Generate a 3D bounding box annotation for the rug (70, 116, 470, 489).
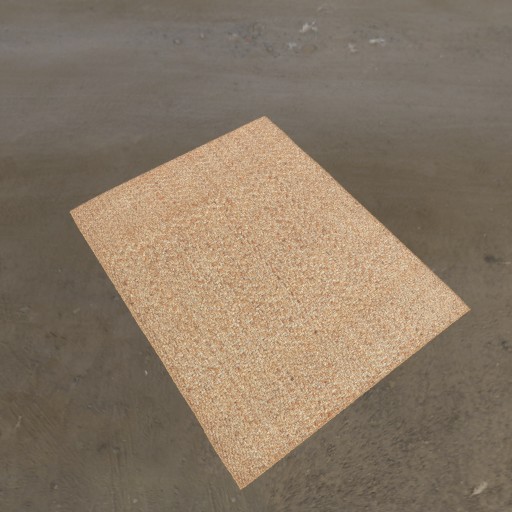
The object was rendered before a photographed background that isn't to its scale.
[{"bbox_3d":[0.000,0.000,4.136,2.439,0.013,3.048,-31,63,-18],"label":"rug"}]
